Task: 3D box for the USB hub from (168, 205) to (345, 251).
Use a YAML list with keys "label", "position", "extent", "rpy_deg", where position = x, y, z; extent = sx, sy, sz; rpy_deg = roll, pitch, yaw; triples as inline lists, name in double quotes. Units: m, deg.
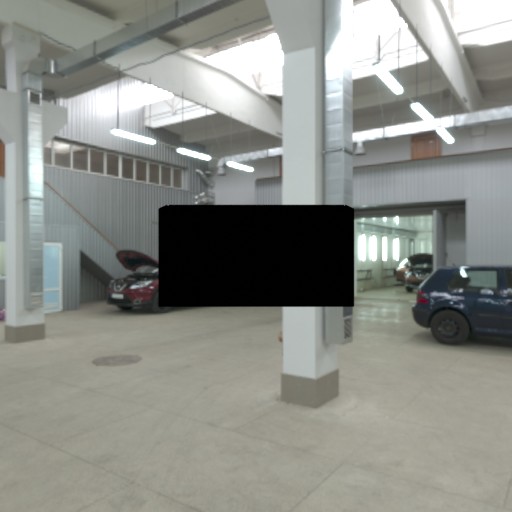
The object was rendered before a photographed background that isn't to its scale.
- label: "USB hub"
  position: [0.000, 0.000, 0.124]
  extent: [0.044, 0.023, 0.110]
  rpy_deg: [0, 0, 0]
